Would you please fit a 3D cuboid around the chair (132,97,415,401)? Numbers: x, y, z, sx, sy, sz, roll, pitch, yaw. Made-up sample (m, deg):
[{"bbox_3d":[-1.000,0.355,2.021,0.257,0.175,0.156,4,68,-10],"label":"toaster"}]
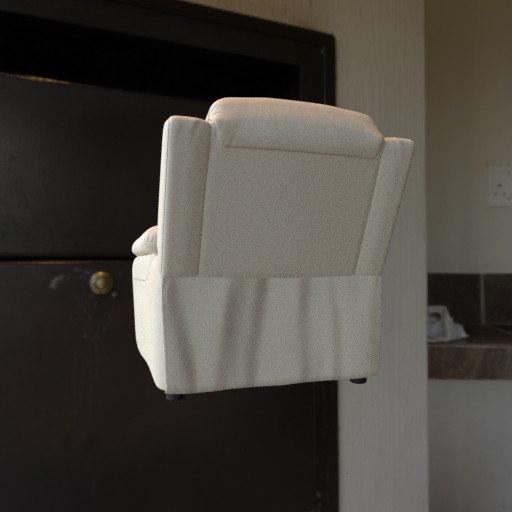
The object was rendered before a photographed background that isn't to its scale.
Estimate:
[{"bbox_3d":[0.000,0.000,1.295,0.680,0.702,0.709,0,-1,-18],"label":"chair"}]
